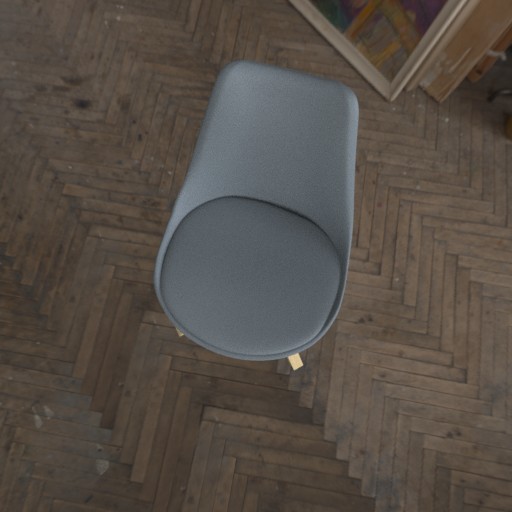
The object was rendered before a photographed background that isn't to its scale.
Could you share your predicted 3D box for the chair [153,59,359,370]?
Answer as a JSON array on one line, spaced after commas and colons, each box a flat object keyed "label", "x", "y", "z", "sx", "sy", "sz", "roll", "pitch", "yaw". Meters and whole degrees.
[{"label": "chair", "x": 0.000, "y": 0.000, "z": 1.195, "sx": 0.485, "sy": 0.850, "sz": 0.549, "roll": 15, "pitch": 75, "yaw": 4}]
